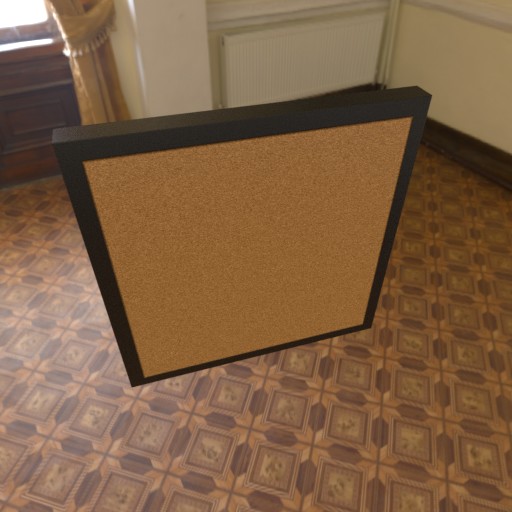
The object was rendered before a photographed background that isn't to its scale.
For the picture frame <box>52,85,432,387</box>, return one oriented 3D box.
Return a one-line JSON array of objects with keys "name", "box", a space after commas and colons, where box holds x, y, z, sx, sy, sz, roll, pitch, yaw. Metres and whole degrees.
[{"name": "picture frame", "box": [0.000, 0.000, 0.524, 0.355, 0.353, 0.029, -11, 42, -13]}]
